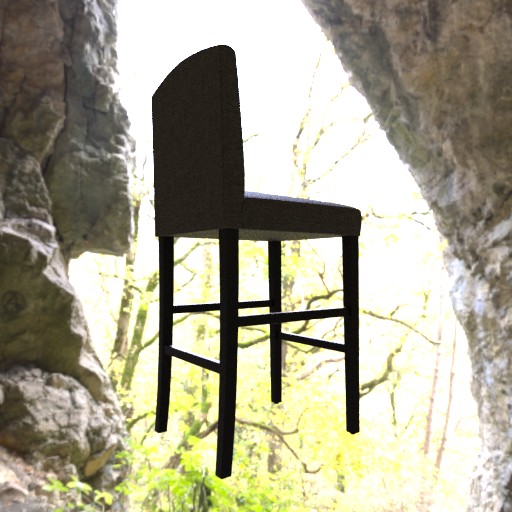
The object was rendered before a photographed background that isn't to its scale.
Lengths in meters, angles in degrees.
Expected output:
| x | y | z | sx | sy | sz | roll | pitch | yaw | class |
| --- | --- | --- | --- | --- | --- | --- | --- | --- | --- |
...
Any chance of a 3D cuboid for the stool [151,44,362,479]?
| x | y | z | sx | sy | sz | roll | pitch | yaw | class |
| --- | --- | --- | --- | --- | --- | --- | --- | --- | --- |
| 0.000 | 0.000 | 1.443 | 0.552 | 1.138 | 0.451 | 1 | -1 | -36 | stool |
